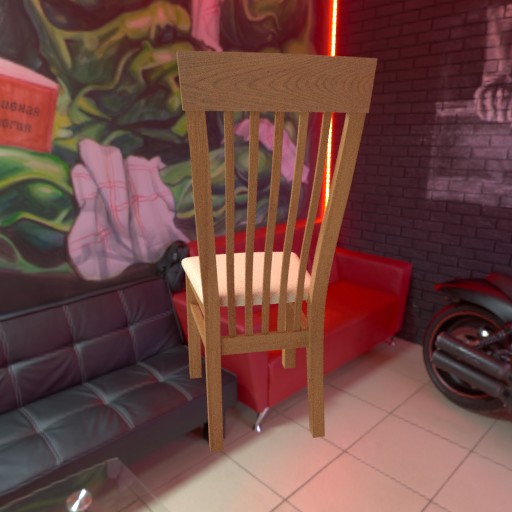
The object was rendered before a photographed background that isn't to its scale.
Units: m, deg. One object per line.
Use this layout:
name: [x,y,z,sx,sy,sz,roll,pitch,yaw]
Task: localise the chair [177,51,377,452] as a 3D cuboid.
chair: [0.000,0.000,1.359,0.450,1.050,0.580,-3,15,-11]
